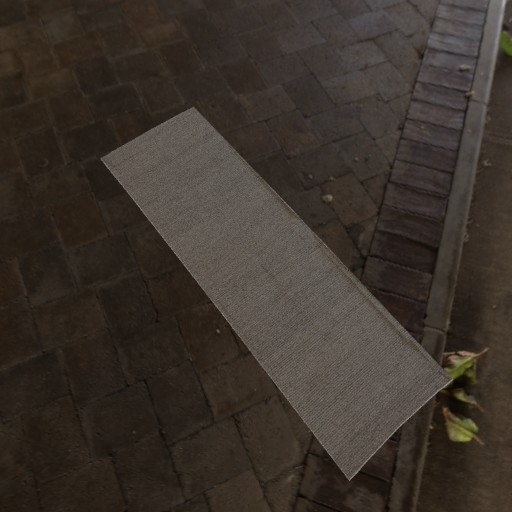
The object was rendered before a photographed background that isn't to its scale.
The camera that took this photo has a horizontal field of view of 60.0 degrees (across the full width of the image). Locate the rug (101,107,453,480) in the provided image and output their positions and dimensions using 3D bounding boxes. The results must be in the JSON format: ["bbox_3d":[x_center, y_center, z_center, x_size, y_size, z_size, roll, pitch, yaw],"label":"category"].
[{"bbox_3d":[0.000,0.000,2.592,0.741,0.014,2.390,-35,69,-16],"label":"rug"}]
